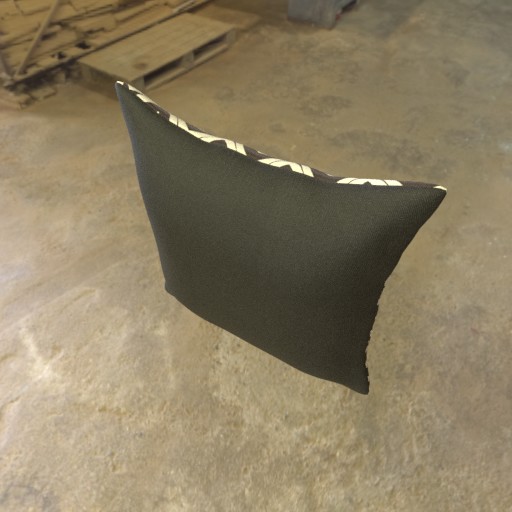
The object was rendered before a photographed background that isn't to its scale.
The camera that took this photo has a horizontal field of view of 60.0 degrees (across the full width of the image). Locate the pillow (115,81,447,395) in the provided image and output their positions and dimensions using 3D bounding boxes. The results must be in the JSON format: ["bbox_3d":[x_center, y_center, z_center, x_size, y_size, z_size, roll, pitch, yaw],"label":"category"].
[{"bbox_3d":[0.000,0.000,0.762,0.504,0.494,0.188,24,51,21],"label":"pillow"}]
